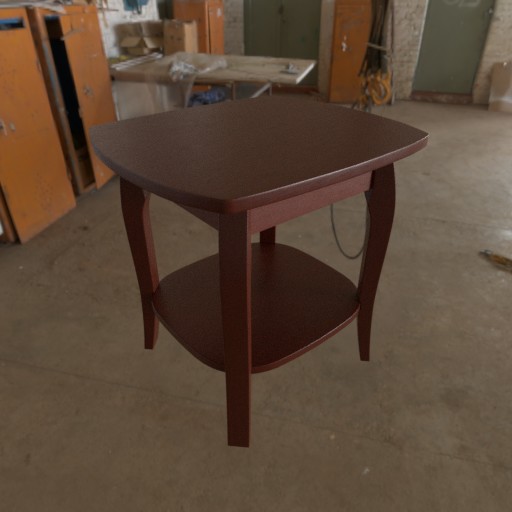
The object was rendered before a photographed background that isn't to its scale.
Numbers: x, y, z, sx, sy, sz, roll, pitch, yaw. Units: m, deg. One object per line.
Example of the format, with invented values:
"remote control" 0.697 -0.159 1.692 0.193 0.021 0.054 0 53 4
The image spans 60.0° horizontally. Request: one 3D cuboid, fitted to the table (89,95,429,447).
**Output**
"table" 0.000 0.000 0.878 0.502 0.496 0.433 -23 38 -33
